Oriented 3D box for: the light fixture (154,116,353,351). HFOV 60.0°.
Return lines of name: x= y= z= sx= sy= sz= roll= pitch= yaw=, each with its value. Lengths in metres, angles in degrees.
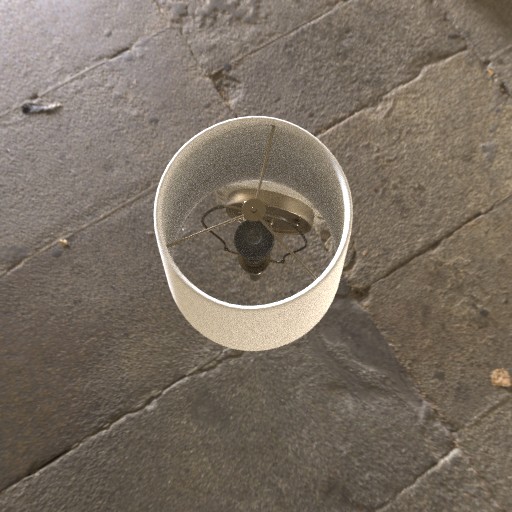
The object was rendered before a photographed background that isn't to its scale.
light fixture: x=0.000 y=0.000 z=0.445 sx=0.168 sy=0.337 sz=0.188 roll=13 pitch=78 yaw=3
